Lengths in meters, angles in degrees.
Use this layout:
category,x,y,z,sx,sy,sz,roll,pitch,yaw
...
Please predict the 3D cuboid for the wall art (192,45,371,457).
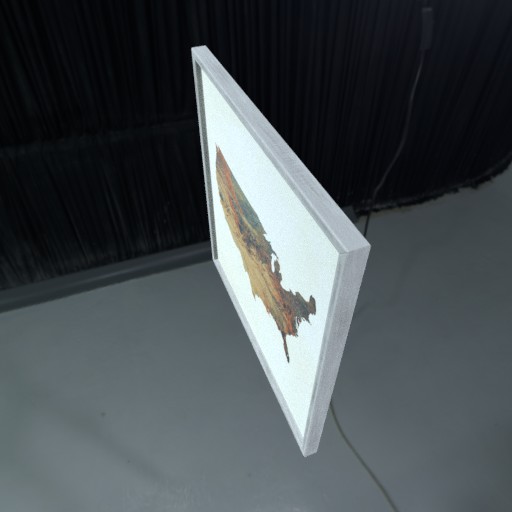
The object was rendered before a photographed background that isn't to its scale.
category,x,y,z,sx,sy,sz,roll,pitch,yaw
wall art,0.000,0.000,0.448,0.015,0.303,0.303,-16,48,-15
